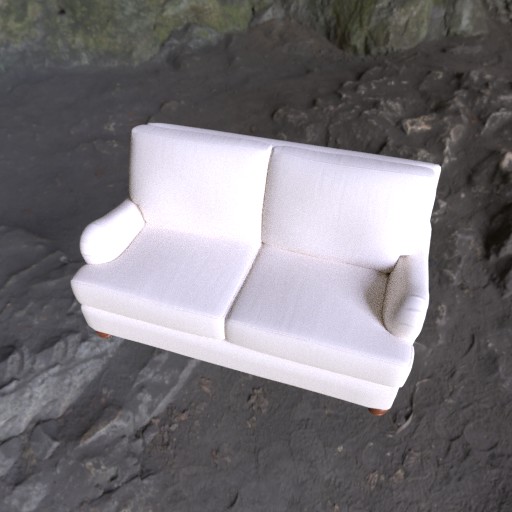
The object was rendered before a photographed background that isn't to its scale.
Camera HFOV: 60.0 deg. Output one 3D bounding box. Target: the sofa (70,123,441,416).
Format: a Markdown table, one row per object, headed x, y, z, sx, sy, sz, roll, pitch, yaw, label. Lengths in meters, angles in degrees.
| x | y | z | sx | sy | sz | roll | pitch | yaw | label |
| --- | --- | --- | --- | --- | --- | --- | --- | --- | --- |
| 0.000 | 0.000 | 2.544 | 1.853 | 1.101 | 1.084 | 12 | 42 | 14 | sofa |
